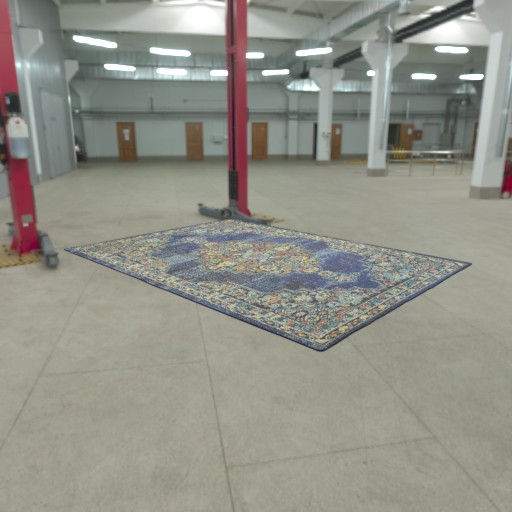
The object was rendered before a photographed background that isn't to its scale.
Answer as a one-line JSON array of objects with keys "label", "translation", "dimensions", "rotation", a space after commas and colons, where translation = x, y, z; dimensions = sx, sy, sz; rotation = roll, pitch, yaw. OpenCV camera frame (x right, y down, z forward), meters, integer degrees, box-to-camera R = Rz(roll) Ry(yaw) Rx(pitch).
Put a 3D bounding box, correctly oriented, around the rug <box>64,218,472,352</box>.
[{"label": "rug", "translation": [0.000, 0.000, 2.961], "dimensions": [2.232, 0.009, 1.630], "rotation": [14, 21, 42]}]
